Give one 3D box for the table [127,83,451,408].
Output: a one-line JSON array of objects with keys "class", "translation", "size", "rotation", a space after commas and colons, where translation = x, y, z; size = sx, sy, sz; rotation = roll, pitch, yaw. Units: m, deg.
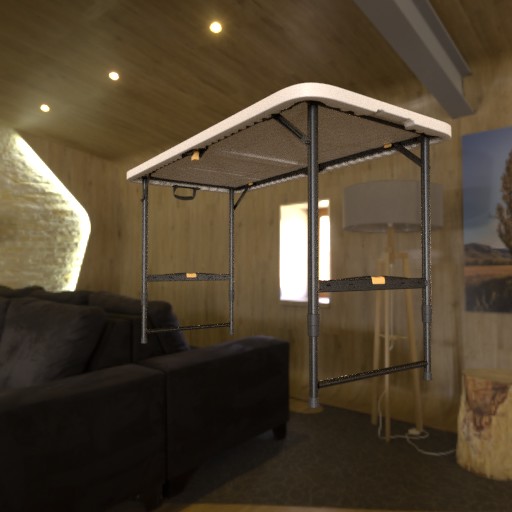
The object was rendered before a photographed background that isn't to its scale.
[{"class": "table", "translation": [0.000, 0.000, 1.624], "size": [0.611, 0.737, 1.245], "rotation": [1, -2, -35]}]
